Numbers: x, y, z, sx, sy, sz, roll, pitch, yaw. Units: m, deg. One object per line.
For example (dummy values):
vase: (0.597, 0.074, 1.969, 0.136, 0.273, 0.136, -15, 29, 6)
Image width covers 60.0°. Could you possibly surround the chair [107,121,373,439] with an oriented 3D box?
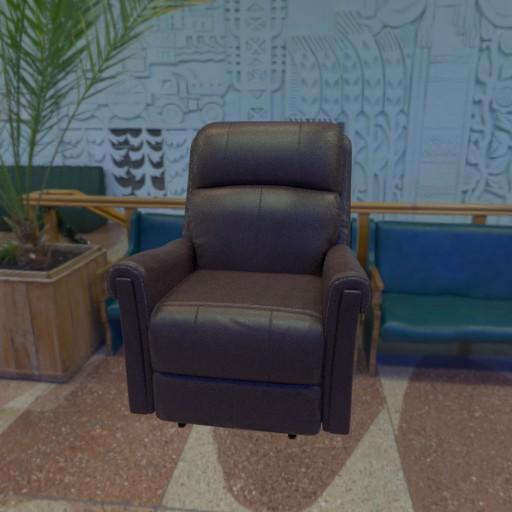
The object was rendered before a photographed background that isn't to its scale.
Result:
chair: (0.000, 0.000, 1.798, 0.838, 1.054, 1.014, 3, 17, 8)
